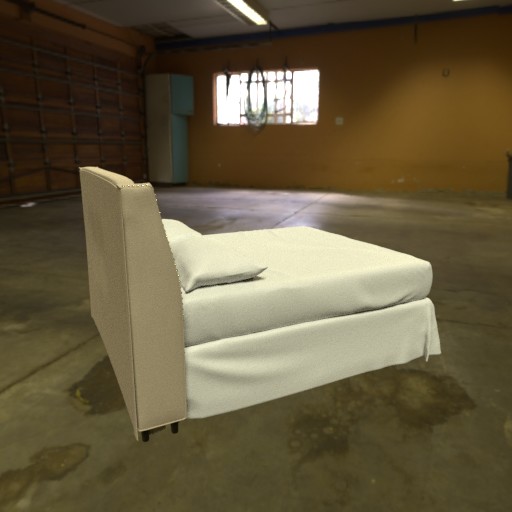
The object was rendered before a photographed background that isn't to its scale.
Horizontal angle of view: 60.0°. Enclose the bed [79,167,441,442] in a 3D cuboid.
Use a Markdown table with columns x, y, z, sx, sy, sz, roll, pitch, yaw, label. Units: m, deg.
| x | y | z | sx | sy | sz | roll | pitch | yaw | label |
| --- | --- | --- | --- | --- | --- | --- | --- | --- | --- |
| 0.000 | 0.000 | 3.379 | 2.276 | 1.332 | 1.925 | -7 | 15 | -25 | bed |
